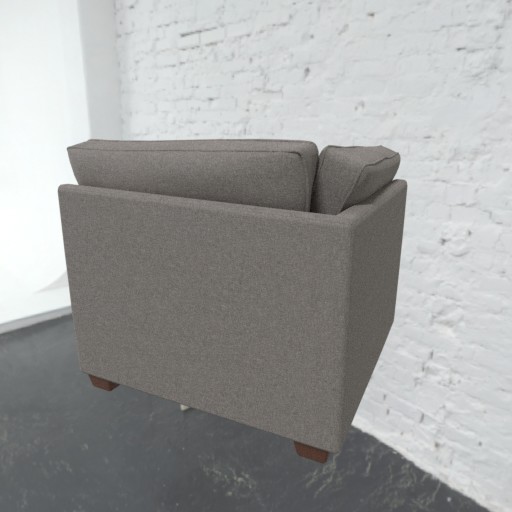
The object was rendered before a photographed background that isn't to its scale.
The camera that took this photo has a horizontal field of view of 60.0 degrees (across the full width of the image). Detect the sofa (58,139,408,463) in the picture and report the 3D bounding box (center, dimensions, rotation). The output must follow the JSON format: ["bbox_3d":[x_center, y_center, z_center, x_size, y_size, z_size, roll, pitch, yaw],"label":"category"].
[{"bbox_3d":[0.000,0.000,1.828,1.042,0.951,1.050,8,18,25],"label":"sofa"}]
